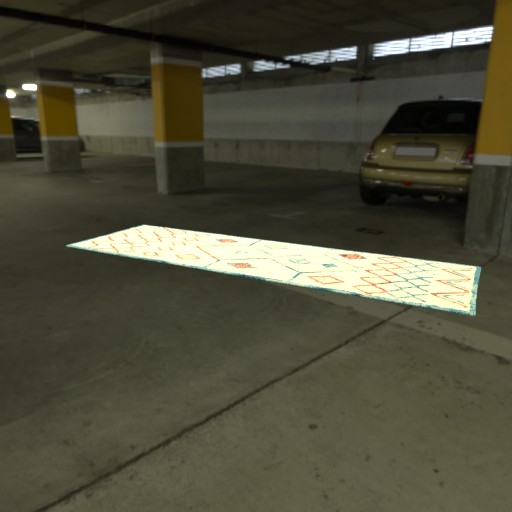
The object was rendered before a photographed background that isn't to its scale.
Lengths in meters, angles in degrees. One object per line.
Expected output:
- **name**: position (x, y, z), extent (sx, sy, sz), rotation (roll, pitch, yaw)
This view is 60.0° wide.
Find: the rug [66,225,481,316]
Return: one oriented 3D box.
- **rug**: position (0.000, 0.000, 2.689), extent (2.435, 0.011, 0.750), rotation (8, 18, 27)
